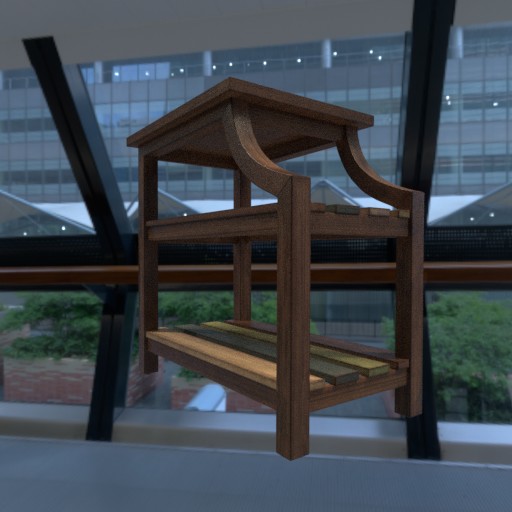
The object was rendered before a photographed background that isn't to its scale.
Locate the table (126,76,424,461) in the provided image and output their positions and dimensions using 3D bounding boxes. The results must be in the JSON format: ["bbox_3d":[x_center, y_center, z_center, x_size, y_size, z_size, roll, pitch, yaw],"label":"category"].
[{"bbox_3d":[0.000,0.000,0.962,0.356,0.584,0.609,0,1,-36],"label":"table"}]
